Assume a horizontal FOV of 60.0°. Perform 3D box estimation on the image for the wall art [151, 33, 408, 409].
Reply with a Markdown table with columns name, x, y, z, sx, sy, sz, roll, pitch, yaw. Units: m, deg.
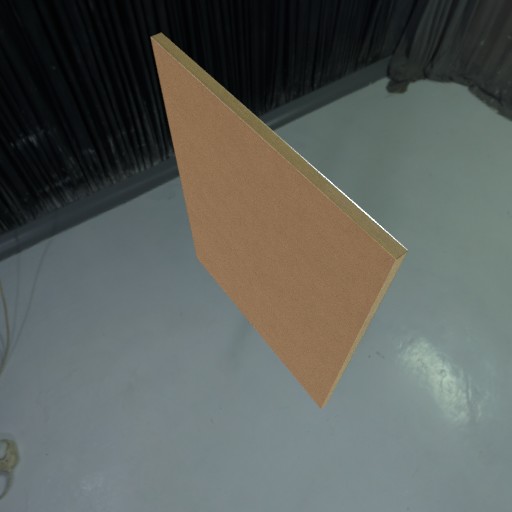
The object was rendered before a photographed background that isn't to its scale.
| name | x | y | z | sx | sy | sz | roll | pitch | yaw |
| --- | --- | --- | --- | --- | --- | --- | --- | --- | --- |
| wall art | 0.000 | 0.000 | 1.327 | 0.030 | 1.002 | 0.798 | -33 | 63 | -19 |
